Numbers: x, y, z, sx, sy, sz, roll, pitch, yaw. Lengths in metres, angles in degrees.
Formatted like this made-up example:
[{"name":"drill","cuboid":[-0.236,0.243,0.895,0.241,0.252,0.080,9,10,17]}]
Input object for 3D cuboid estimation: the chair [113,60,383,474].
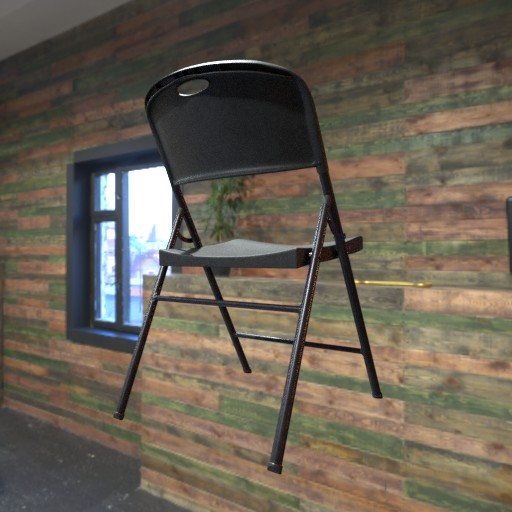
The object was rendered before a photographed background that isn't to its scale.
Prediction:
[{"name":"chair","cuboid":[0.000,0.000,1.176,0.494,0.810,0.566,0,0,36]}]
